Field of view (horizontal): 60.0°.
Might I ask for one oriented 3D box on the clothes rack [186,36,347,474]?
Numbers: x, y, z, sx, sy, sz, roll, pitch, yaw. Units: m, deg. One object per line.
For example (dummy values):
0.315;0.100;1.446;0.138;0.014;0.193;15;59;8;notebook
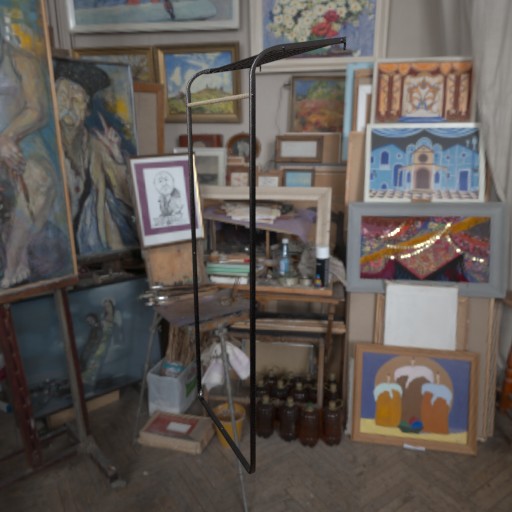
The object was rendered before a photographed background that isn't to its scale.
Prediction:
0.000;0.000;1.822;0.349;1.574;0.609;-8;17;-26;clothes rack
